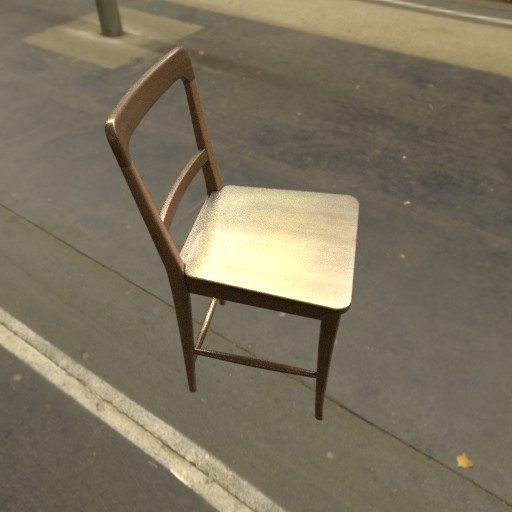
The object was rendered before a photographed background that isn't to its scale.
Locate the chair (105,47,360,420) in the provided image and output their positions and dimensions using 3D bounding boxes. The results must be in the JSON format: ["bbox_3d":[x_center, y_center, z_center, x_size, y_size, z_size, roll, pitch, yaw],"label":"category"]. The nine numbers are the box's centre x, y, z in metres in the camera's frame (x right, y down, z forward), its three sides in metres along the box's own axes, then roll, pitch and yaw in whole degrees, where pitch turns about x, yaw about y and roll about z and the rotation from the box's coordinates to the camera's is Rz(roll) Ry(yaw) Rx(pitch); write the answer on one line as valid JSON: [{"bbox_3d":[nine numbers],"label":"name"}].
[{"bbox_3d":[0.000,0.000,1.282,0.546,0.991,0.450,9,45,9],"label":"chair"}]
